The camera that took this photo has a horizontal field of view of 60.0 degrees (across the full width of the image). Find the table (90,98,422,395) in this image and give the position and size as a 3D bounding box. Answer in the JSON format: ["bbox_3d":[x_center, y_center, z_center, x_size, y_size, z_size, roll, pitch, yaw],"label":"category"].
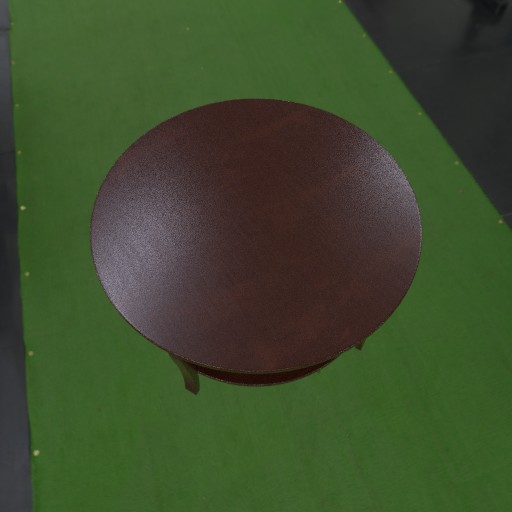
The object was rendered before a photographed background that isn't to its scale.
[{"bbox_3d":[0.000,0.000,1.453,0.911,0.512,0.911,0,59,0],"label":"table"}]
